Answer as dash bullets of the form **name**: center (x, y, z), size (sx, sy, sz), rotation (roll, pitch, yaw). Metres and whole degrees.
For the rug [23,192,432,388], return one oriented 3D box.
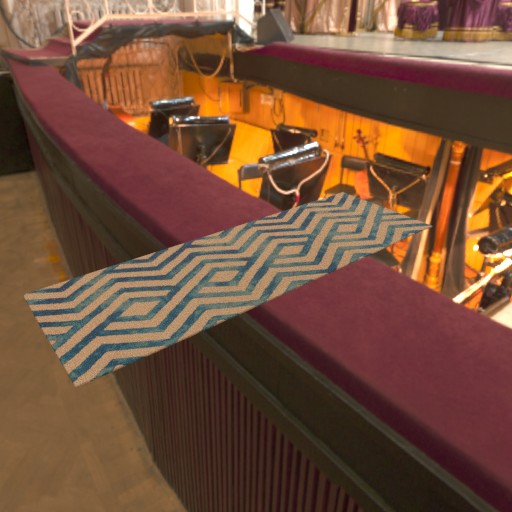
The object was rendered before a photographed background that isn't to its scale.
- **rug**: center (0.000, 0.000, 1.639), size (1.492, 0.007, 0.503), rotation (-21, 35, -32)
